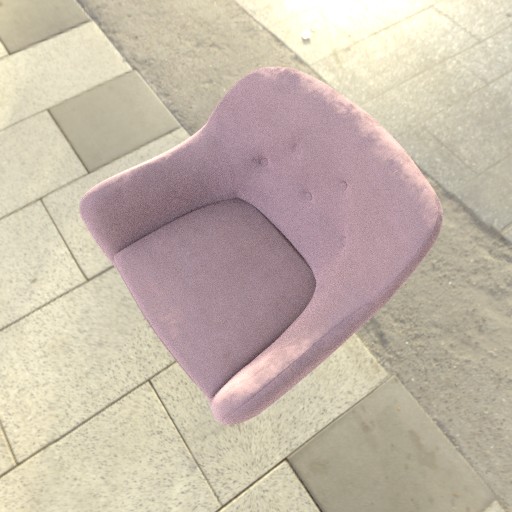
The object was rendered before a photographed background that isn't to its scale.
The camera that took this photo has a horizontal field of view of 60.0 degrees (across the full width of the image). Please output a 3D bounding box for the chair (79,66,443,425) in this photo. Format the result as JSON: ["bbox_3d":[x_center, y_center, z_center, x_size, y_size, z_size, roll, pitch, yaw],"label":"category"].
[{"bbox_3d":[0.000,0.000,1.489,0.820,0.820,0.840,-34,68,-16],"label":"chair"}]
